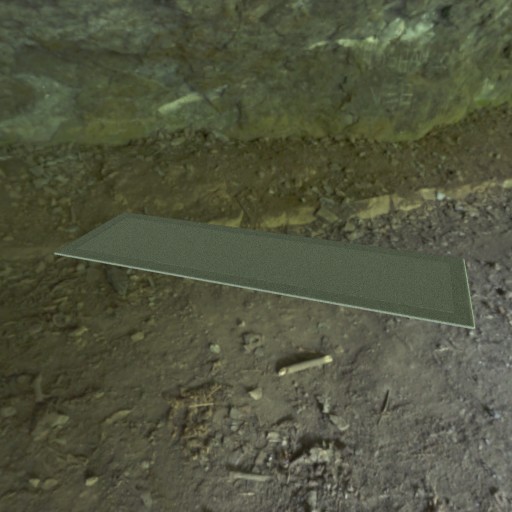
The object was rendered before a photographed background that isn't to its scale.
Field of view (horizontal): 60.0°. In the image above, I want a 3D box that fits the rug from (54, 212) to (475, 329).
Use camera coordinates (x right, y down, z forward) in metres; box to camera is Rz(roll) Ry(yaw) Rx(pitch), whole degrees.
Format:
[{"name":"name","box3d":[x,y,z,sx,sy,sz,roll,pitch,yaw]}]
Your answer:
[{"name":"rug","box3d":[0.000,0.000,2.744,2.430,0.012,0.759,9,28,17]}]
